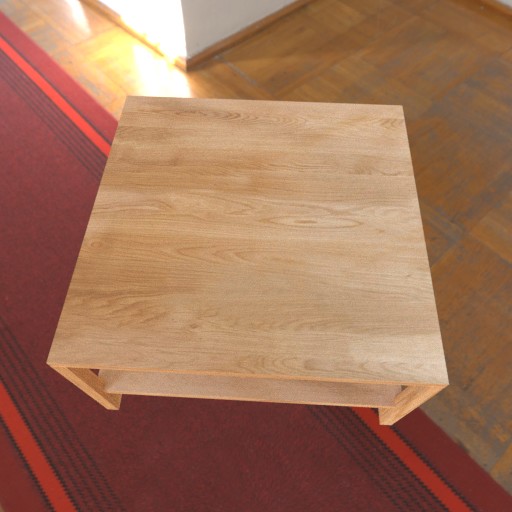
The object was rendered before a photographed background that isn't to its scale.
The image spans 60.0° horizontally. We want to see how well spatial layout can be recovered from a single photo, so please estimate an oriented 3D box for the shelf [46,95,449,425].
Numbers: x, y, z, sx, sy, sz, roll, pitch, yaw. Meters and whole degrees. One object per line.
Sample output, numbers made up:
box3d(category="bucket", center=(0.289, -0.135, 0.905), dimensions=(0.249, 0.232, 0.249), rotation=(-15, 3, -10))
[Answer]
box3d(category="shelf", center=(0.000, 0.000, 1.422), dimensions=(0.899, 0.480, 0.899), rotation=(3, 59, 2))
